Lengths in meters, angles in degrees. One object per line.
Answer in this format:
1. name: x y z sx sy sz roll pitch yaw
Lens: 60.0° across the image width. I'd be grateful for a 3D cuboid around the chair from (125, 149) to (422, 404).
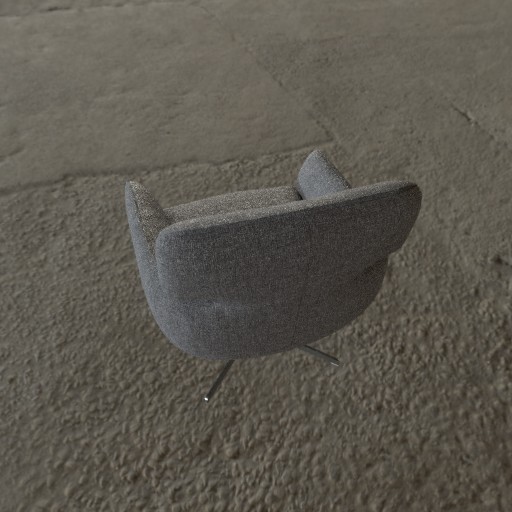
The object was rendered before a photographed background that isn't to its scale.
1. chair: 0.000 0.000 1.367 0.706 0.812 0.715 -12 45 -13
